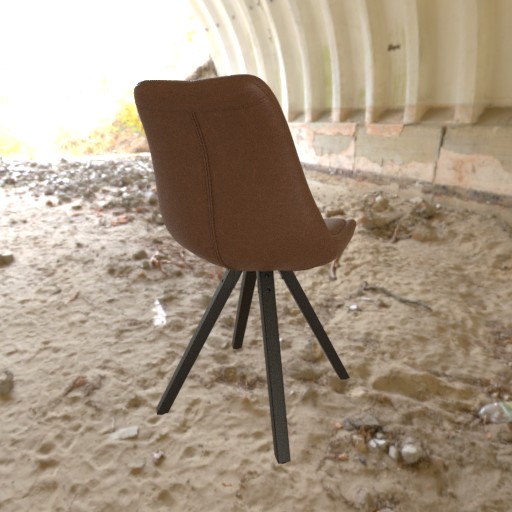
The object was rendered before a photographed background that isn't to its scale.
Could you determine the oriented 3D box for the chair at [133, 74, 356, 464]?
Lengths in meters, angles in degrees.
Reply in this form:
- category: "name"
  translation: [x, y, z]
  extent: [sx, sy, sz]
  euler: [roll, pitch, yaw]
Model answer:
- category: "chair"
  translation: [0.000, 0.000, 1.182]
  extent: [0.475, 0.850, 0.550]
  euler: [9, 19, 28]
